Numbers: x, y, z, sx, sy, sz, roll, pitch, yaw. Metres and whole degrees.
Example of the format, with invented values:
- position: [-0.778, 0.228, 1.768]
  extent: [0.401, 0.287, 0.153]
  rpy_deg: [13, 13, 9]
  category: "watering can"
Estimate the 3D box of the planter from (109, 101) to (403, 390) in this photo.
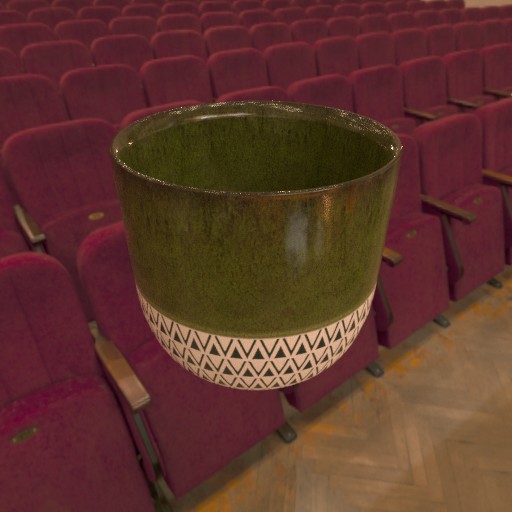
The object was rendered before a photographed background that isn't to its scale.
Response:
- position: [0.000, 0.000, 0.488]
  extent: [0.266, 0.270, 0.266]
  rpy_deg: [0, 33, 0]
  category: "planter"
